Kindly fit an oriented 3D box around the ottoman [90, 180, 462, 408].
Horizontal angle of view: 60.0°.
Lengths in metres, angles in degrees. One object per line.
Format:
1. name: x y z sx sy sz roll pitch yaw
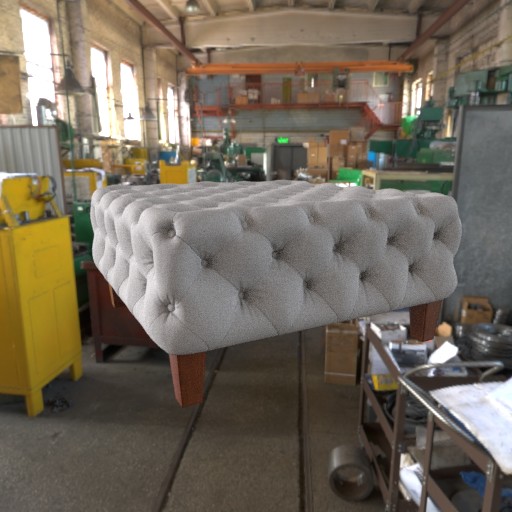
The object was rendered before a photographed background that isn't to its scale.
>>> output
1. ottoman: 0.000 0.000 1.198 0.758 0.365 0.764 -7 14 -27
